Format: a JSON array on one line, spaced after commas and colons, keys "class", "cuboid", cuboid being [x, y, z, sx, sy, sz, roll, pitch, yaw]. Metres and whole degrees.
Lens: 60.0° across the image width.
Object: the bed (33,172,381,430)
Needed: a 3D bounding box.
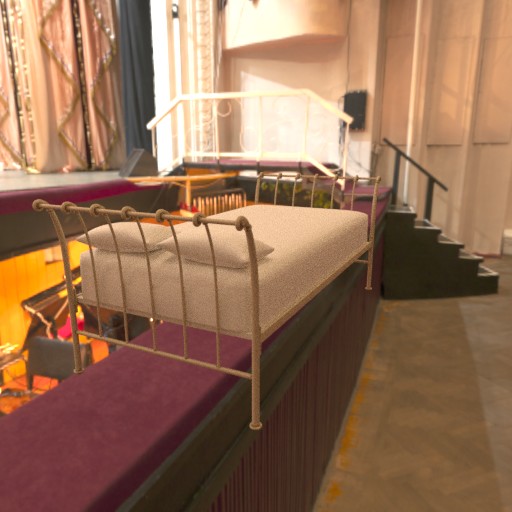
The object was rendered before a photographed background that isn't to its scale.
[{"class": "bed", "cuboid": [0.000, 0.000, 2.719, 1.032, 0.873, 2.228, 7, 16, 26]}]
